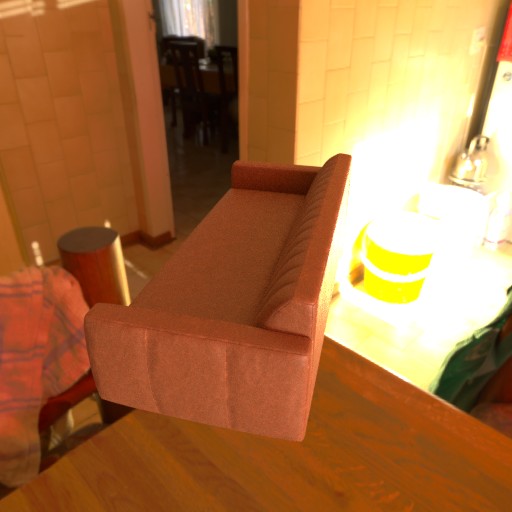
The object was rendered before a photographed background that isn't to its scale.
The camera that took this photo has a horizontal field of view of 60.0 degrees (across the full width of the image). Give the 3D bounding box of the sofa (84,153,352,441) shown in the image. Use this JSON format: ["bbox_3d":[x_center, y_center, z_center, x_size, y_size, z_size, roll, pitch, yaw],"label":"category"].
[{"bbox_3d":[0.000,0.000,2.786,0.990,0.821,2.291,7,30,13],"label":"sofa"}]
